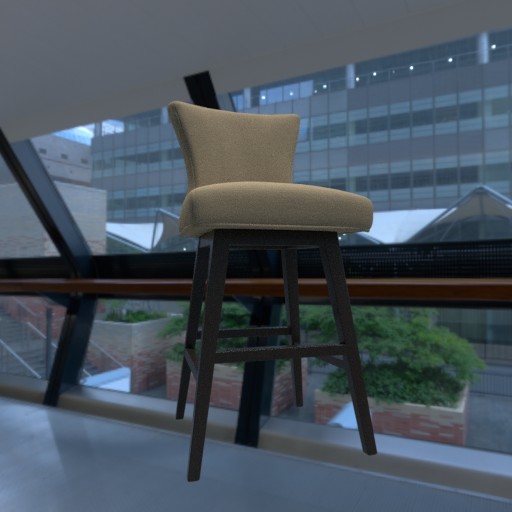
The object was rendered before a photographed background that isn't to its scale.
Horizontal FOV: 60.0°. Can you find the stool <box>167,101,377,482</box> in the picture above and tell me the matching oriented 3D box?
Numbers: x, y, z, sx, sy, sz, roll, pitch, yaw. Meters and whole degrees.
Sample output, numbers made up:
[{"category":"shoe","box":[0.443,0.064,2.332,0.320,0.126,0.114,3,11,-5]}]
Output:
[{"category":"stool","box":[0.000,0.000,1.398,0.514,1.086,0.574,0,-1,-17]}]
